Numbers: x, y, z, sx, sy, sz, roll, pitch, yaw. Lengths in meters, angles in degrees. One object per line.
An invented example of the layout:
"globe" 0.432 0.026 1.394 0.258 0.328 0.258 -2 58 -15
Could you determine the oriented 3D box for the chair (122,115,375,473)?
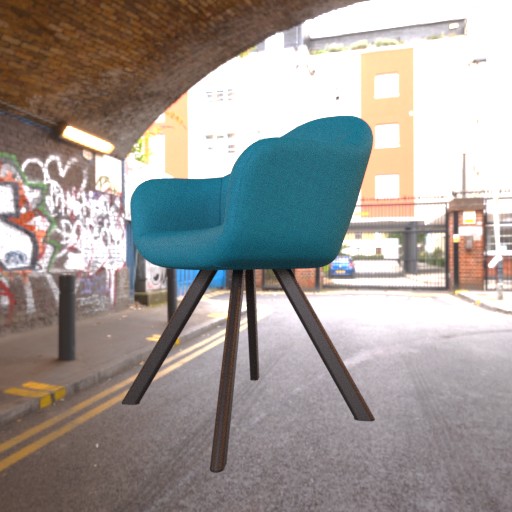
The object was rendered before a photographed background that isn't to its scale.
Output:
"chair" 0.000 0.000 1.168 0.550 0.795 0.590 0 0 -36
